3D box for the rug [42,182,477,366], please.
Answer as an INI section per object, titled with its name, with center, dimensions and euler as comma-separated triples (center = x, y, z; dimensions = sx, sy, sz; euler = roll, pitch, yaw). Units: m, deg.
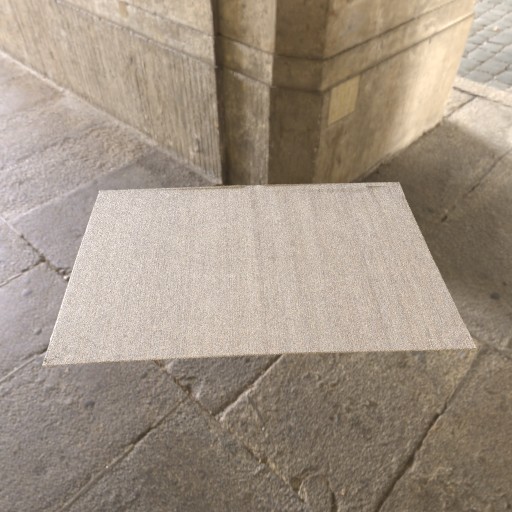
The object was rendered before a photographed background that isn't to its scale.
[rug]
center = 0.000, 0.000, 2.257
dimensions = 1.820, 0.022, 1.179
euler = -2, 46, -2
